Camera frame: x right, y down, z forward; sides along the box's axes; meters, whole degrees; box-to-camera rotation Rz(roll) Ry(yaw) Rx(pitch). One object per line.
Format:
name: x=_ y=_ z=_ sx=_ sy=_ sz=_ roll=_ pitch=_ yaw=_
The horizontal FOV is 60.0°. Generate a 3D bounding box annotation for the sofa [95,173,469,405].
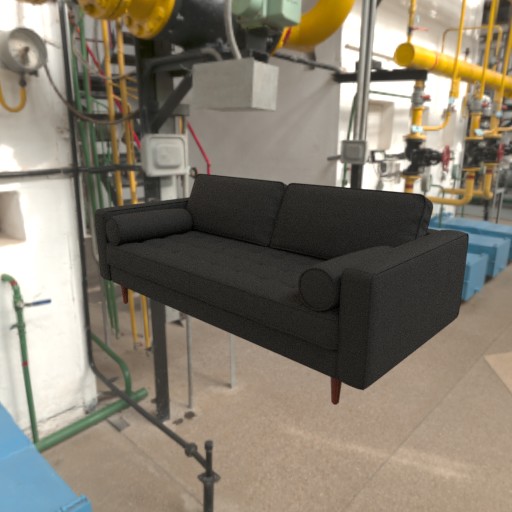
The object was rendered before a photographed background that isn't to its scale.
sofa: x=0.000 y=0.000 z=2.394 sx=1.875 sy=0.759 sz=0.914 roll=14 pitch=21 yaw=42
